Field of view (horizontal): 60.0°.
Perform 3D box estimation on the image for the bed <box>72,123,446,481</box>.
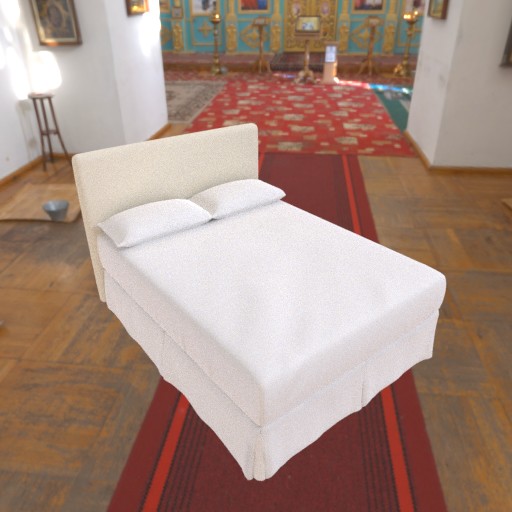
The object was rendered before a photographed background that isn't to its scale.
[{"bbox_3d":[0.000,0.000,3.196,1.714,1.330,2.147,-21,36,-33],"label":"bed"}]
